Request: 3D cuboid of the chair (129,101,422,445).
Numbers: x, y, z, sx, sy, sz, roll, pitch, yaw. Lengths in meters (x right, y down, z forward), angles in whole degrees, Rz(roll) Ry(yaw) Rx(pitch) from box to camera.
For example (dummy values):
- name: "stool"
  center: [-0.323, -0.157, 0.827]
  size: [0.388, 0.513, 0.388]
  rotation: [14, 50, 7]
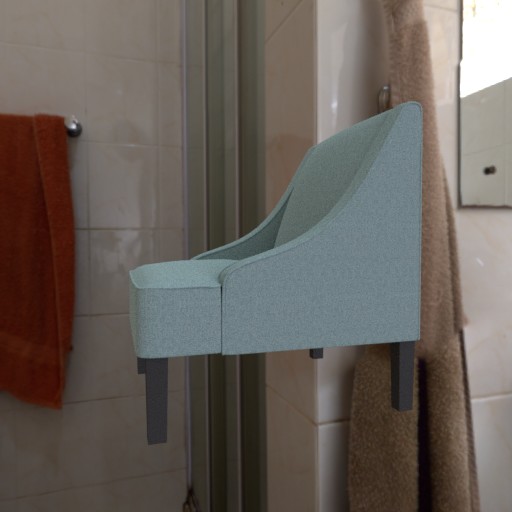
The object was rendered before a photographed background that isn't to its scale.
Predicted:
- name: "chair"
  center: [0.000, 0.000, 1.876]
  size: [1.025, 1.133, 0.857]
  rotation: [-1, 2, -17]
